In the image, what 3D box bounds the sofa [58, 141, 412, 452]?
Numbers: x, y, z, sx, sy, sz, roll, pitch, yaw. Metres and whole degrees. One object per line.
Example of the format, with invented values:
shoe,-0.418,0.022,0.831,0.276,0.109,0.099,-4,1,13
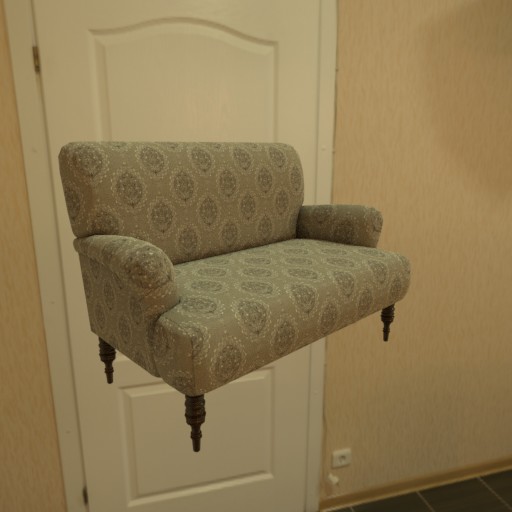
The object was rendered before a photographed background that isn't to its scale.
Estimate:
sofa,0.000,0.000,1.774,1.297,0.889,0.779,-13,19,-43
